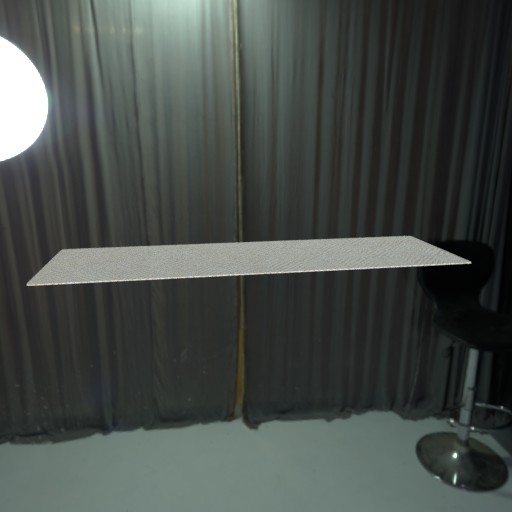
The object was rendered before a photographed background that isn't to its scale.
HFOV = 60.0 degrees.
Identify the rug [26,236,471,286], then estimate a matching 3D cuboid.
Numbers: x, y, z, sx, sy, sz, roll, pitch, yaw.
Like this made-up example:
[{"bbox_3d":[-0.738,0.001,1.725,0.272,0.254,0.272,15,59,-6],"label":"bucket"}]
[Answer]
[{"bbox_3d":[0.000,0.000,2.557,2.277,0.008,0.676,-3,15,-9],"label":"rug"}]
